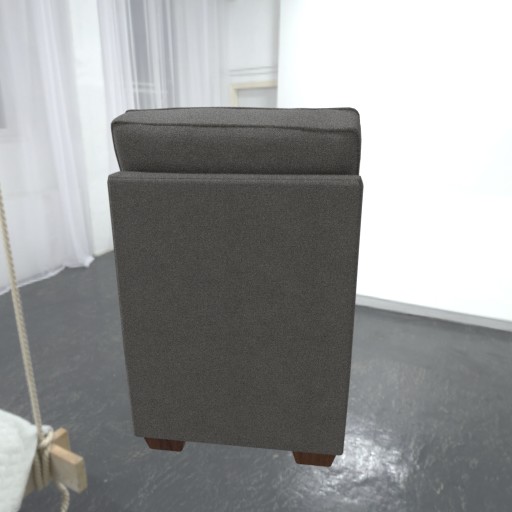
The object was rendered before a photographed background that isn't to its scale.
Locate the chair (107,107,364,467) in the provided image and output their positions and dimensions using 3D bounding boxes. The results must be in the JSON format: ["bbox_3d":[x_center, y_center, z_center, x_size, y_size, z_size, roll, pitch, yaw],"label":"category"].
[{"bbox_3d":[0.000,0.000,1.549,0.621,0.970,0.938,2,17,7],"label":"chair"}]
